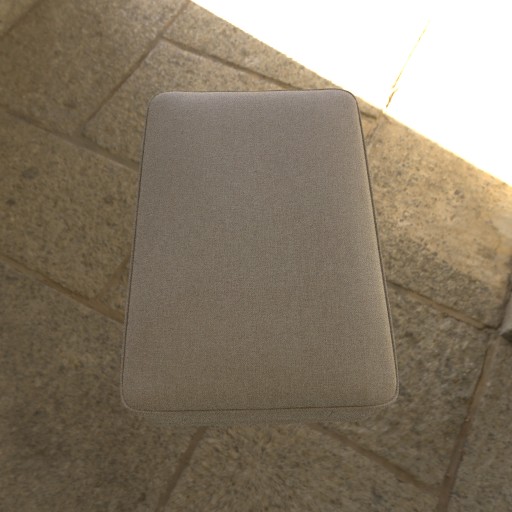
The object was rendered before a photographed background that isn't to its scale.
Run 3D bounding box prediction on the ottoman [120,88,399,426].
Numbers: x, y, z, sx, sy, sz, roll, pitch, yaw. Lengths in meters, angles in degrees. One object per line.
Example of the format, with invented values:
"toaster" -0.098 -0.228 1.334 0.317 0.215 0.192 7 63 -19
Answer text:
"ottoman" 0.000 0.000 1.149 0.559 0.458 0.813 -1 65 -1
